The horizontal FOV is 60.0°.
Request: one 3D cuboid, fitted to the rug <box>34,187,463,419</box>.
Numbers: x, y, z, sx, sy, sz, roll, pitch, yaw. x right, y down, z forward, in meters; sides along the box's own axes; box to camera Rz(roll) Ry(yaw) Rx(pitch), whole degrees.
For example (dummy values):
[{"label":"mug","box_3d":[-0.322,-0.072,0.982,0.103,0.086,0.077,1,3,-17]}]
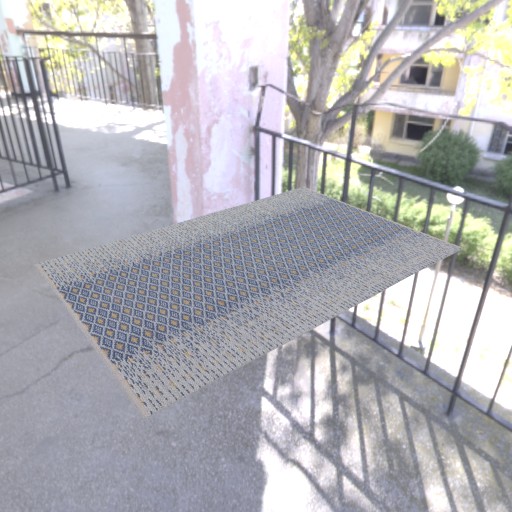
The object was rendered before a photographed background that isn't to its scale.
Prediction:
[{"label":"rug","box_3d":[0.000,0.000,2.266,1.828,0.005,1.219,-21,35,-33]}]
